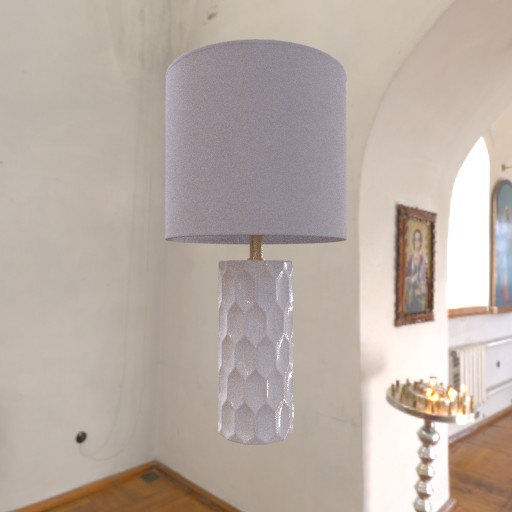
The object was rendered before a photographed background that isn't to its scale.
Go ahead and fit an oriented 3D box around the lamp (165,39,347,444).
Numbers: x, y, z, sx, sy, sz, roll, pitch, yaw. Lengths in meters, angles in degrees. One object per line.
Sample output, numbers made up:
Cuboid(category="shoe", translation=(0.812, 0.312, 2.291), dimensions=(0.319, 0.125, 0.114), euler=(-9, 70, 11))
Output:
Cuboid(category="lamp", translation=(0.000, 0.000, 0.686), dimensions=(0.277, 0.537, 0.277), euler=(0, -1, 0))
